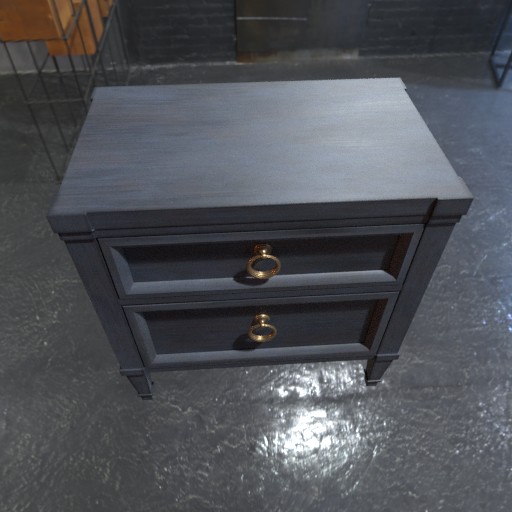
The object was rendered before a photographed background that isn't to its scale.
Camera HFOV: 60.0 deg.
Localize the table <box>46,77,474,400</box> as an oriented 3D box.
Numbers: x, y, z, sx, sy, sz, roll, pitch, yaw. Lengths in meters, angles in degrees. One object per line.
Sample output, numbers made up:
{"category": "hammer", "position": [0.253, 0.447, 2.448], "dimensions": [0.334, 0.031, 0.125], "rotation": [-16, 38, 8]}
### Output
{"category": "table", "position": [0.000, 0.000, 1.058], "dimensions": [0.660, 0.660, 0.413], "rotation": [-3, 47, -3]}
